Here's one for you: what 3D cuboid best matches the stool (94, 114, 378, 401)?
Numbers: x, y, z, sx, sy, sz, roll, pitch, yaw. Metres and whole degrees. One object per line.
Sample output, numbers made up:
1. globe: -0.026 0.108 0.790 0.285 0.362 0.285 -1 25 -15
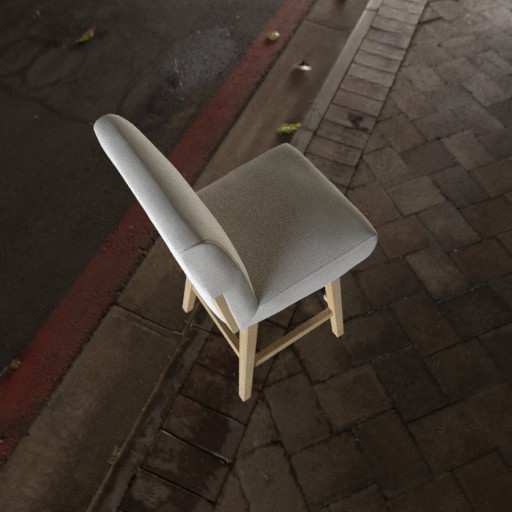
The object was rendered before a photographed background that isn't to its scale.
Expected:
1. stool: 0.000 0.000 1.301 0.543 1.015 0.446 -30 63 -17
